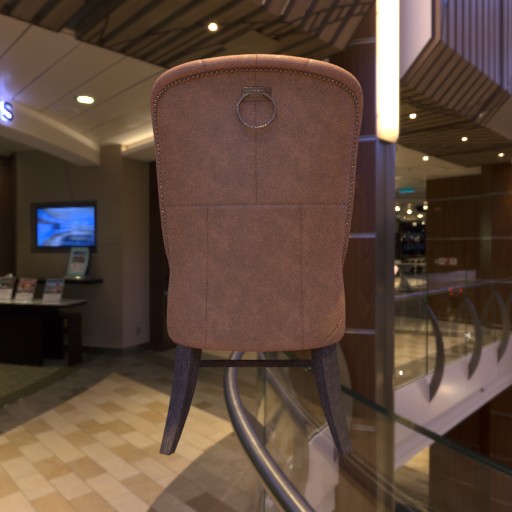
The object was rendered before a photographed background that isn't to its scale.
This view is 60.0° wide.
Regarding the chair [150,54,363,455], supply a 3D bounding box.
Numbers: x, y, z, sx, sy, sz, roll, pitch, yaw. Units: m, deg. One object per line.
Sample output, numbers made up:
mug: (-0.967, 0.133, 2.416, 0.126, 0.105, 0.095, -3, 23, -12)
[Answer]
chair: (0.000, 0.000, 1.481, 0.634, 1.091, 0.629, 0, 1, 0)
